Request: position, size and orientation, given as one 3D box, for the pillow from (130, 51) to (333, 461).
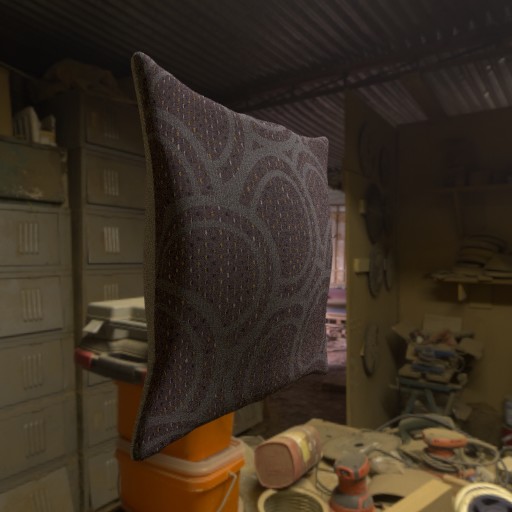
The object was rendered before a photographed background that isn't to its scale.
[{"bbox_3d":[0.000,0.000,0.754,0.163,0.513,0.514,0,0,36],"label":"pillow"}]
